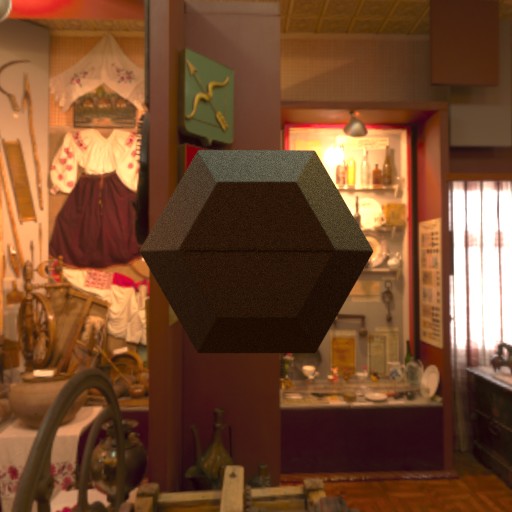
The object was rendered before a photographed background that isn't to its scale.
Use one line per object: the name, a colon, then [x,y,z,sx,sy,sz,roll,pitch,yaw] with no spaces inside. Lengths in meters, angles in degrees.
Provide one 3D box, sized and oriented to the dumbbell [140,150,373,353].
dumbbell: [0.000,0.000,0.451,0.157,0.137,0.361,0,-1,0]
